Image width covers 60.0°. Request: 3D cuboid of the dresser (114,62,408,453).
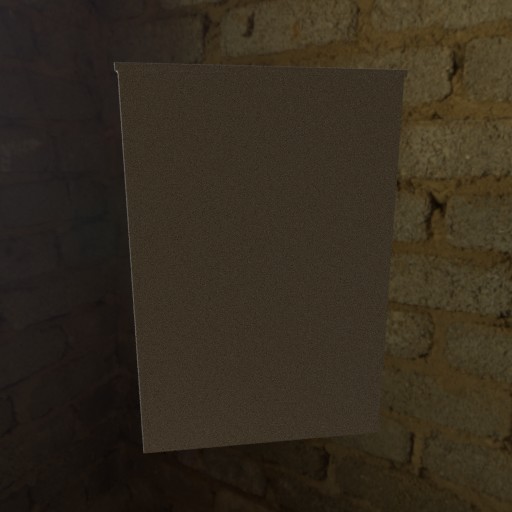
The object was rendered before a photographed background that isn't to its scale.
[{"bbox_3d":[0.000,0.000,1.363,0.704,1.021,0.401,-2,14,-8],"label":"dresser"}]
